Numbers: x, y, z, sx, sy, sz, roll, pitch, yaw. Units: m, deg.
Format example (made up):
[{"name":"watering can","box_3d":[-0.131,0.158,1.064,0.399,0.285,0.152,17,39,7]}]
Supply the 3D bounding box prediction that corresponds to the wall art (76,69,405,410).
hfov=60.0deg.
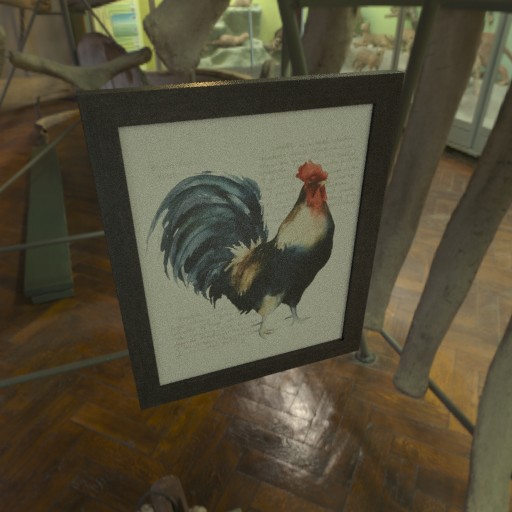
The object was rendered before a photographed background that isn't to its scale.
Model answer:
[{"name":"wall art","box_3d":[0.000,0.000,0.776,0.479,0.580,0.027,-11,33,-17]}]
